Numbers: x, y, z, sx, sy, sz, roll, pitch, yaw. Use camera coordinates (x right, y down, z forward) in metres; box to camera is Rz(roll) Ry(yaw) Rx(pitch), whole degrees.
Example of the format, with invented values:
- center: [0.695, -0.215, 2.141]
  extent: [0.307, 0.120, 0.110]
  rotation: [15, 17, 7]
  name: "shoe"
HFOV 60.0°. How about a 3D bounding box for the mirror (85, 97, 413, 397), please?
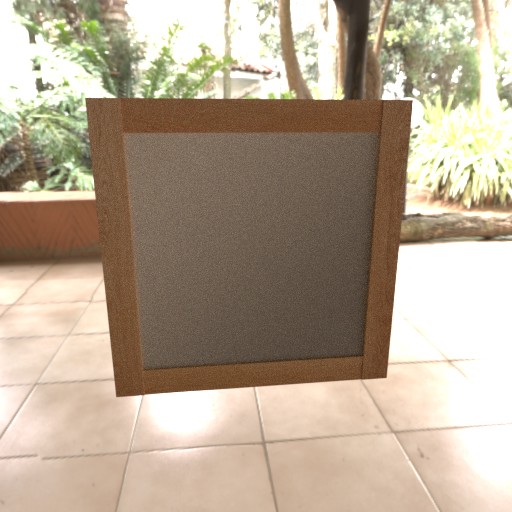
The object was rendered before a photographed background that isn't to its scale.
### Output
- center: [0.000, 0.000, 1.197]
  extent: [0.800, 0.800, 0.020]
  rotation: [-2, 17, -7]
  name: "mirror"
